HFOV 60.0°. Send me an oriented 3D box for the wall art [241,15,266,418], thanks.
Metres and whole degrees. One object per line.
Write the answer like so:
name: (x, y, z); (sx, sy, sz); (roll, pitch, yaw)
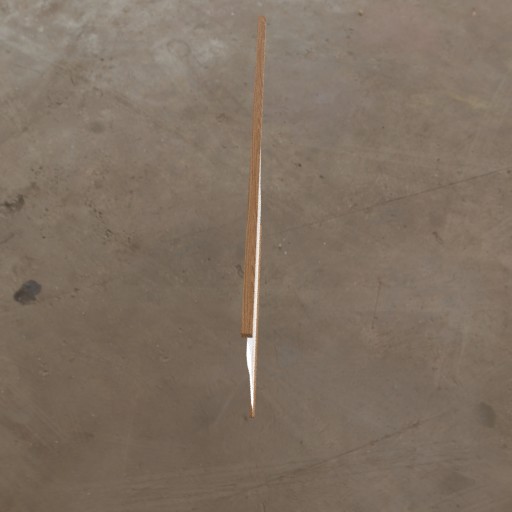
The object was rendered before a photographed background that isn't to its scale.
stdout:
wall art: (0.000, 0.000, 0.678); (0.010, 0.507, 0.404); (2, 63, 1)
